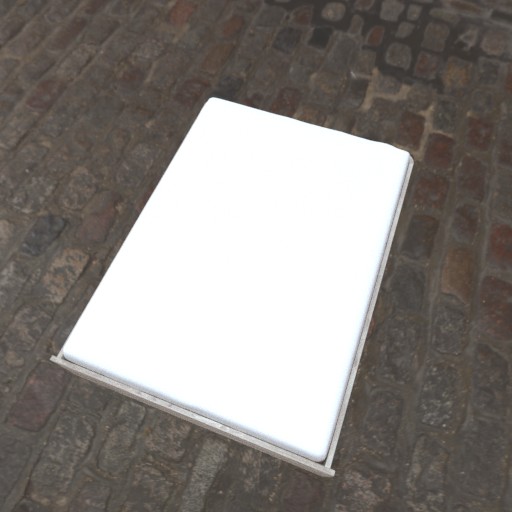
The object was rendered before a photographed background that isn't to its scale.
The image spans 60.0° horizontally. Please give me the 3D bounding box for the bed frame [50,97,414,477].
[{"bbox_3d":[0.000,0.000,2.640,1.490,0.462,1.950,19,65,9],"label":"bed frame"}]
